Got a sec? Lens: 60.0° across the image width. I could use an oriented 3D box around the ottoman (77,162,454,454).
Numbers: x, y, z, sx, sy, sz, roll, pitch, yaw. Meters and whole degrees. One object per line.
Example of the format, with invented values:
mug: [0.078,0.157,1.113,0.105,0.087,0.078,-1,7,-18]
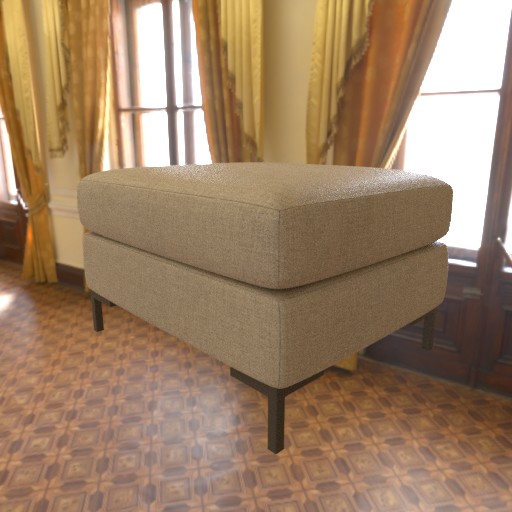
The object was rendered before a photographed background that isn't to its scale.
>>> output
ottoman: [0.000,0.000,1.218,0.671,0.490,0.820,-13,19,-42]
